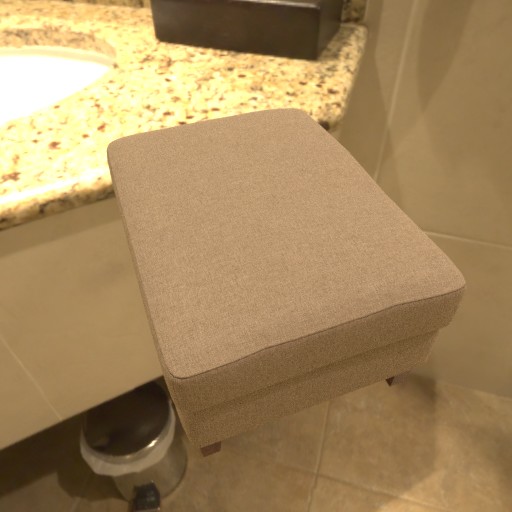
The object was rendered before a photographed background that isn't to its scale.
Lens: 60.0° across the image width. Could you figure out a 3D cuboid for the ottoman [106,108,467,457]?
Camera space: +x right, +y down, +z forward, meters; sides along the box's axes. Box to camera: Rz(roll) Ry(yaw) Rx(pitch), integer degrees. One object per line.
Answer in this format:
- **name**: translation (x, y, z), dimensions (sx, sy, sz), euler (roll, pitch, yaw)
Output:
- **ottoman**: translation (0.000, 0.000, 1.294), dimensions (0.677, 0.519, 0.898), euler (-15, 47, -15)
